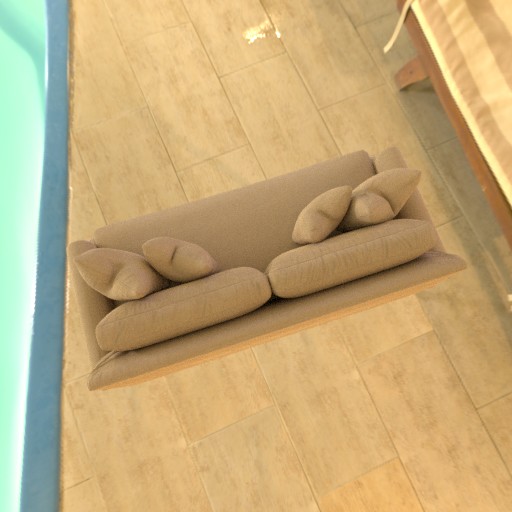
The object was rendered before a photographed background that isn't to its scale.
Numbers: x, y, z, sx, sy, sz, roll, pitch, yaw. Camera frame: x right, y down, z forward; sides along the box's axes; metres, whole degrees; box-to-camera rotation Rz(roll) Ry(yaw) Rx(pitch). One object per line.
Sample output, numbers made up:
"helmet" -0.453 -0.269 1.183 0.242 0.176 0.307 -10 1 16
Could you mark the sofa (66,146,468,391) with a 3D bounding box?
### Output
"sofa" 0.000 0.000 2.855 2.285 0.904 1.067 -17 77 -4
